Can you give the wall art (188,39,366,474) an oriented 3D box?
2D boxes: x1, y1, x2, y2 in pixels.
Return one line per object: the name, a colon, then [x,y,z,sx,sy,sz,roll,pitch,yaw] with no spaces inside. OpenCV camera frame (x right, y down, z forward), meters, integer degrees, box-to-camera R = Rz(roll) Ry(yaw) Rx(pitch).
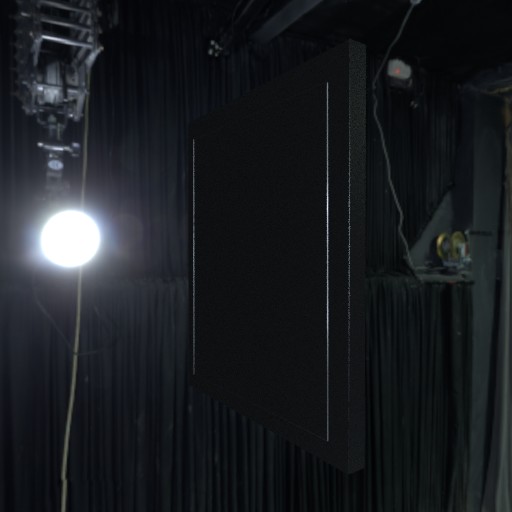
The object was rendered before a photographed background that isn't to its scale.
wall art: [0.000,0.000,0.765,0.031,0.558,0.461,-1,1,-35]
